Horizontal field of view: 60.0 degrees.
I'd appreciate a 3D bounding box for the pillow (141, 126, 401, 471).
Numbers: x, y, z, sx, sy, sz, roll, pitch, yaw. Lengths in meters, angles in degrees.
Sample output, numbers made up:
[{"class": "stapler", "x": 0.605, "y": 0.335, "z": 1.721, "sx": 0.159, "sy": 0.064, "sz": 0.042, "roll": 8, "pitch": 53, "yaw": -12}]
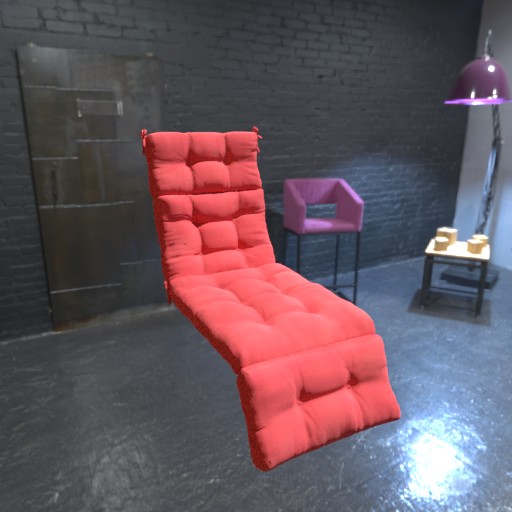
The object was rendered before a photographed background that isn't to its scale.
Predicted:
[{"class": "pillow", "x": 0.000, "y": 0.000, "z": 1.534, "sx": 0.526, "sy": 0.863, "sz": 1.016, "roll": -8, "pitch": 18, "yaw": -27}]
